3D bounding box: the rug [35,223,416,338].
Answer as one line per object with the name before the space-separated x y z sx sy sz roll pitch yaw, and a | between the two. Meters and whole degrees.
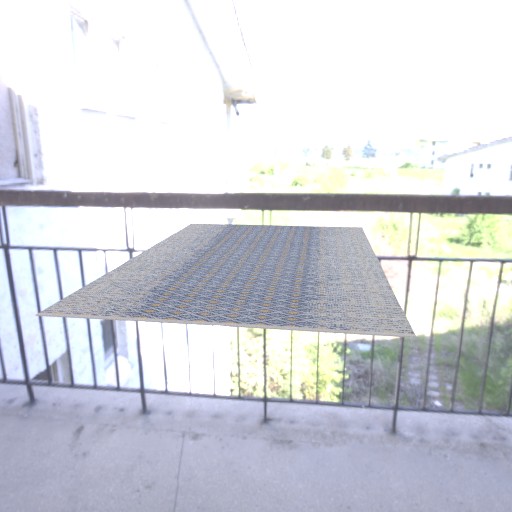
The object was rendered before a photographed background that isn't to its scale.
rug | 0.000 0.000 2.266 1.219 0.005 1.828 2 14 8
